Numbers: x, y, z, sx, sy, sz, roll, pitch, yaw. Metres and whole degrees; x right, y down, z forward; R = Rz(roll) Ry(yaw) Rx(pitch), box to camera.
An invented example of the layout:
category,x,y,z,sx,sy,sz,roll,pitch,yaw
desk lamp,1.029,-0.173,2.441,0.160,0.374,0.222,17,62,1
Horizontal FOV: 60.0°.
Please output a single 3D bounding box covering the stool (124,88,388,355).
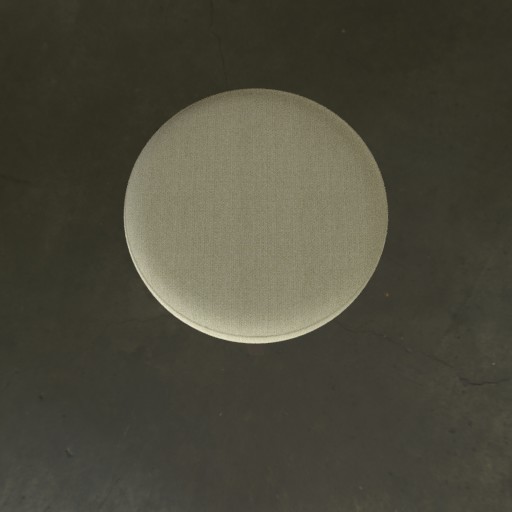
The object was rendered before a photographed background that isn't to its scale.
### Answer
category,x,y,z,sx,sy,sz,roll,pitch,yaw
stool,0.000,0.000,1.045,0.446,0.758,0.446,0,77,0
